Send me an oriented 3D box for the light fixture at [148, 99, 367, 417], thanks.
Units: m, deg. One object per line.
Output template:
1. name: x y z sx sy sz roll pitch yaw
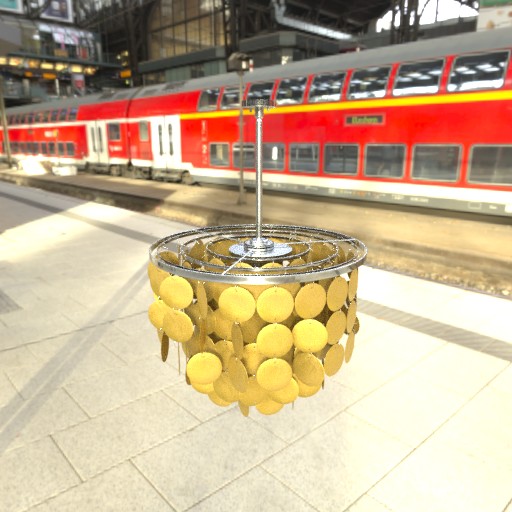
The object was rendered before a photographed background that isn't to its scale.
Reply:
1. light fixture: 0.000 0.000 0.743 0.368 0.492 0.368 0 15 0
